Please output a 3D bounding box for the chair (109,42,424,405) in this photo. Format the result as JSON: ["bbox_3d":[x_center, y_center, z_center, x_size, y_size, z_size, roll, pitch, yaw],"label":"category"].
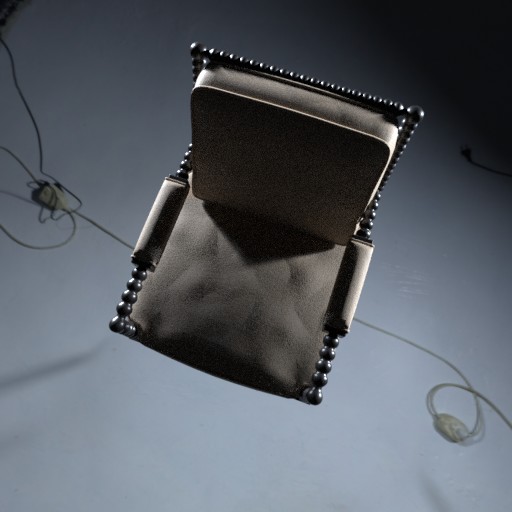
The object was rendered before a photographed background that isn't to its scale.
[{"bbox_3d":[0.000,0.000,1.185,0.555,0.703,0.657,19,75,5],"label":"chair"}]
